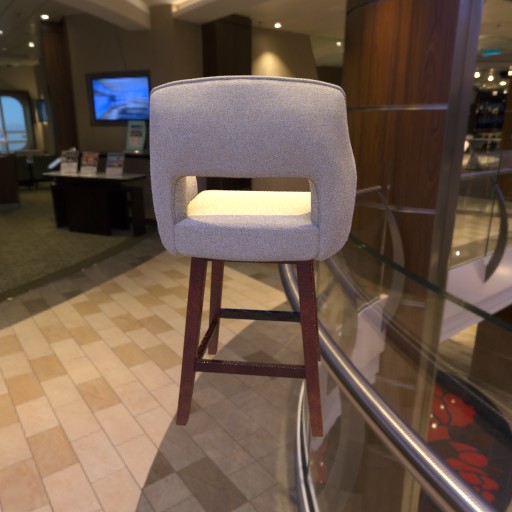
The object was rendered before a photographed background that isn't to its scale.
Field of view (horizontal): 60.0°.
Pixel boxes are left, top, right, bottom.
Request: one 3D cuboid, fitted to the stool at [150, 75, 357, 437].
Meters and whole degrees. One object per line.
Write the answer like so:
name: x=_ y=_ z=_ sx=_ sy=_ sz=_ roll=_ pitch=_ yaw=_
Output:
stool: x=0.000 y=0.000 z=1.305 sx=0.550 sy=0.936 sz=0.560 roll=2 pitch=17 yaw=7
